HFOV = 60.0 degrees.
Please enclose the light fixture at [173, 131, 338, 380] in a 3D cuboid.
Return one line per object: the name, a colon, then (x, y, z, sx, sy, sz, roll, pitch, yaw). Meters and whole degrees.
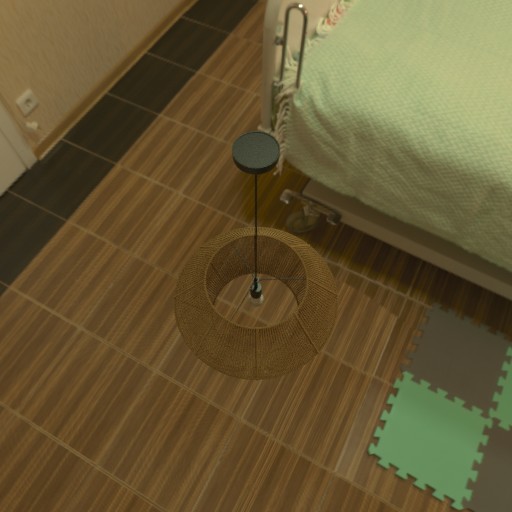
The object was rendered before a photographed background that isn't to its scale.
light fixture: (0.000, 0.000, 1.427, 0.643, 1.009, 0.643, 0, 62, 0)
